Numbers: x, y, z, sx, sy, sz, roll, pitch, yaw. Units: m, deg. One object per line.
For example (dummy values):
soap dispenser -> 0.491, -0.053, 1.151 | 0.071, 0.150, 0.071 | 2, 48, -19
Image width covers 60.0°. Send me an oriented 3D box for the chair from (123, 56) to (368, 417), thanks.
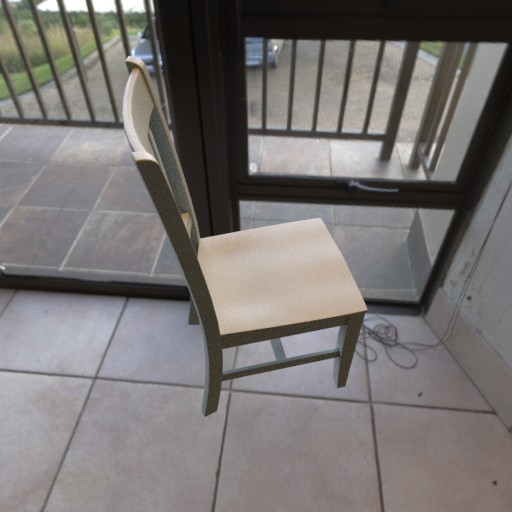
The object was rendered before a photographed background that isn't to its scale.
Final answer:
chair -> 0.000, 0.000, 1.272 | 0.555, 0.998, 0.450 | -9, 46, -9
